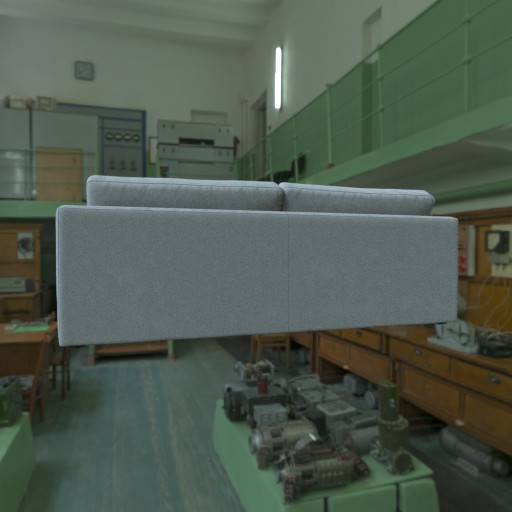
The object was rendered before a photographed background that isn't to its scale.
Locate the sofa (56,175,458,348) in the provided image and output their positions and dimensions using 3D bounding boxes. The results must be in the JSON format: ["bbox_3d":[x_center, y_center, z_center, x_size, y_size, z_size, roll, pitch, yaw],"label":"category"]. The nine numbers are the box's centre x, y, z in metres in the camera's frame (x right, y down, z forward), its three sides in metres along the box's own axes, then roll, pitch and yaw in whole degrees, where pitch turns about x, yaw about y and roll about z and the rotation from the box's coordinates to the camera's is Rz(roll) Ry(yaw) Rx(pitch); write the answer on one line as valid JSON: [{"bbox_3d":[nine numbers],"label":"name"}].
[{"bbox_3d":[0.000,0.000,2.831,2.588,0.838,1.090,0,1,-19],"label":"sofa"}]
